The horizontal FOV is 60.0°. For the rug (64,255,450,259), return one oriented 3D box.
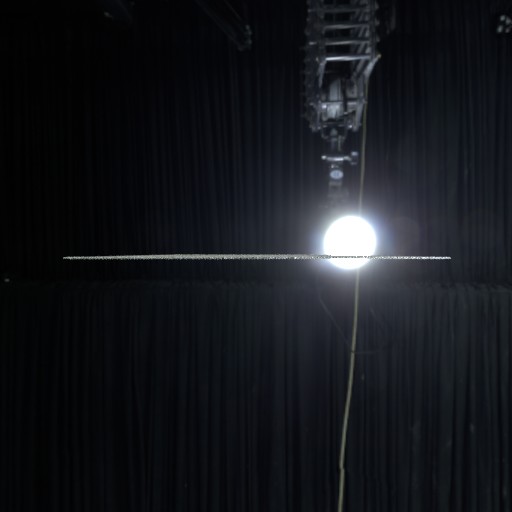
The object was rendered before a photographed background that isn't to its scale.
[{"bbox_3d":[0.000,0.000,2.939,1.528,0.010,2.440,0,0,0],"label":"rug"}]
